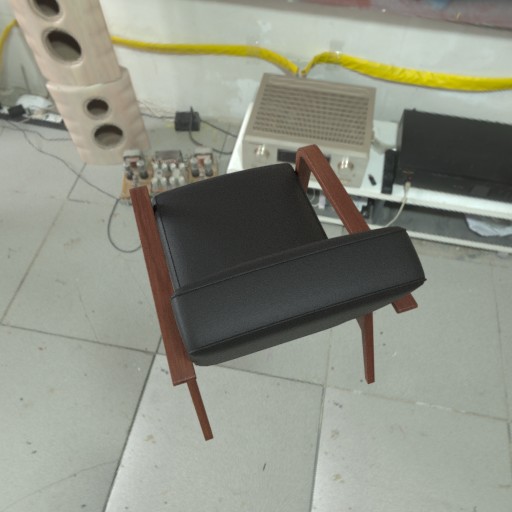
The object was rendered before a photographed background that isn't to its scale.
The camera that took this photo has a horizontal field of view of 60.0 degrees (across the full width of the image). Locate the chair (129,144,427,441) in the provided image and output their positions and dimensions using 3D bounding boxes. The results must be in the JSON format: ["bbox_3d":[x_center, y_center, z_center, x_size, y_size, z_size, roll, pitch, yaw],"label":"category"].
[{"bbox_3d":[0.000,0.000,1.536,0.719,0.861,0.889,-16,59,-10],"label":"chair"}]
